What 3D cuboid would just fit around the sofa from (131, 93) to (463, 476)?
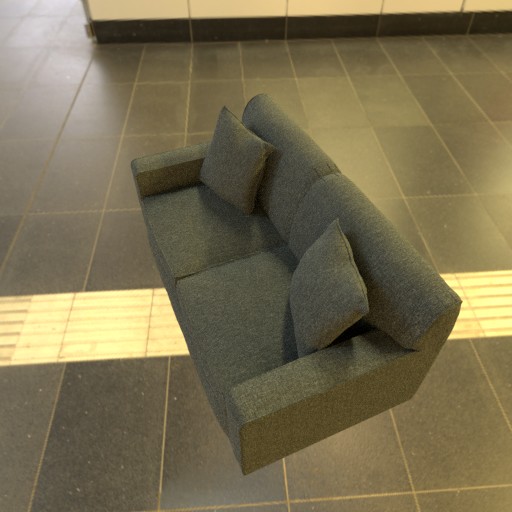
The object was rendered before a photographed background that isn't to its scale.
[{"bbox_3d":[0.000,0.000,2.433,0.998,0.958,1.846,-18,49,-16],"label":"sofa"}]
